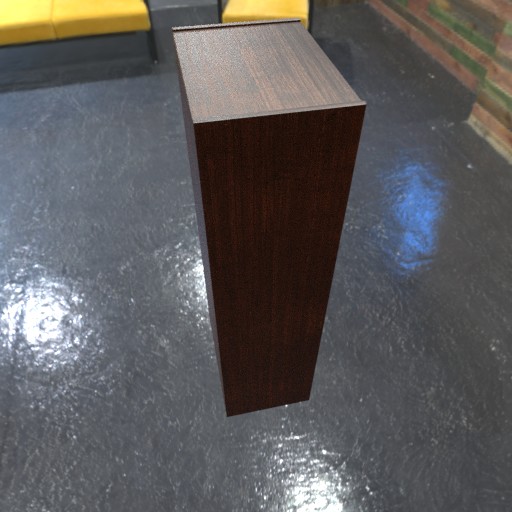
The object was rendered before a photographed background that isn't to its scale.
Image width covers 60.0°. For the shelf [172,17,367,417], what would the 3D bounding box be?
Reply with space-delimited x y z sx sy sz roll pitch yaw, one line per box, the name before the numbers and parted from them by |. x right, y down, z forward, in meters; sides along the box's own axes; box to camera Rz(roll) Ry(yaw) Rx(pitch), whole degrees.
shelf | 0.000 0.000 1.254 0.290 1.099 0.415 -9 47 -8
